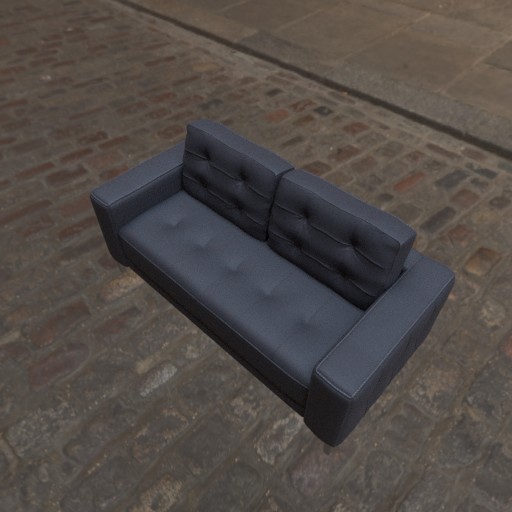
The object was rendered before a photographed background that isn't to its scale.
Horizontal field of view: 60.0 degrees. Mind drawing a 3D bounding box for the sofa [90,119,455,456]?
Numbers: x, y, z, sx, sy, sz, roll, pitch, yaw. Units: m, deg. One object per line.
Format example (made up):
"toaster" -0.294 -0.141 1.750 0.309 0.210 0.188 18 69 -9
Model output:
"sofa" 0.000 0.000 2.288 1.726 0.893 0.833 35 56 28
